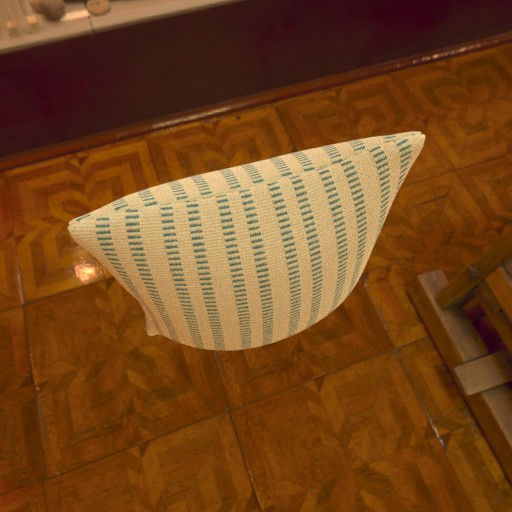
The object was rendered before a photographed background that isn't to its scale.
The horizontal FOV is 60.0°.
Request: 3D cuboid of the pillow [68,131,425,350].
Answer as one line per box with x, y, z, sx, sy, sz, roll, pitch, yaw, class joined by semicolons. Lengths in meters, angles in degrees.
0.000;0.000;0.695;0.438;0.419;0.247;-16;65;-8;pillow
